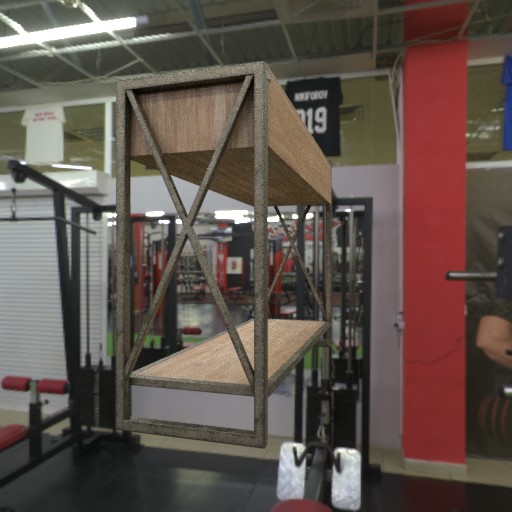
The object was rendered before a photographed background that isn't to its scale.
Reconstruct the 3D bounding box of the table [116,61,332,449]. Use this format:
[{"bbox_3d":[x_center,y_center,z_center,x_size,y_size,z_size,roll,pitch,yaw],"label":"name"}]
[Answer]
[{"bbox_3d":[0.000,0.000,1.428,0.361,0.763,1.059,0,0,17],"label":"table"}]
